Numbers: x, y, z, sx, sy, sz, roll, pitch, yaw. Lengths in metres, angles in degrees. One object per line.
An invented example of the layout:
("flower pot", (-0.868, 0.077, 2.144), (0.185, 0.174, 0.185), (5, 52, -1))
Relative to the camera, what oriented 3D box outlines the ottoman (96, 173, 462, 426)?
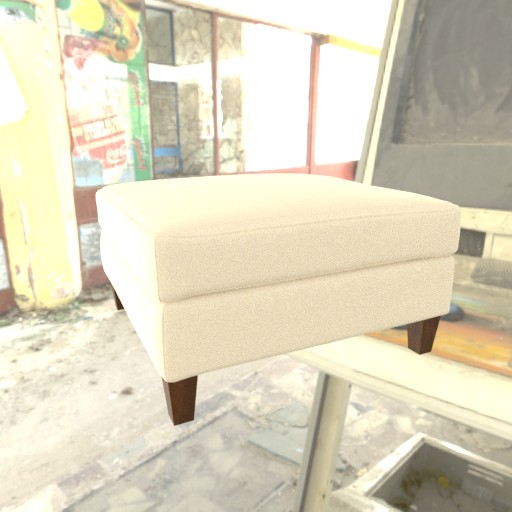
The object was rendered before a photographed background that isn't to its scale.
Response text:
("ottoman", (0.000, 0.000, 1.386), (0.838, 0.479, 0.838), (-8, 17, -25))
